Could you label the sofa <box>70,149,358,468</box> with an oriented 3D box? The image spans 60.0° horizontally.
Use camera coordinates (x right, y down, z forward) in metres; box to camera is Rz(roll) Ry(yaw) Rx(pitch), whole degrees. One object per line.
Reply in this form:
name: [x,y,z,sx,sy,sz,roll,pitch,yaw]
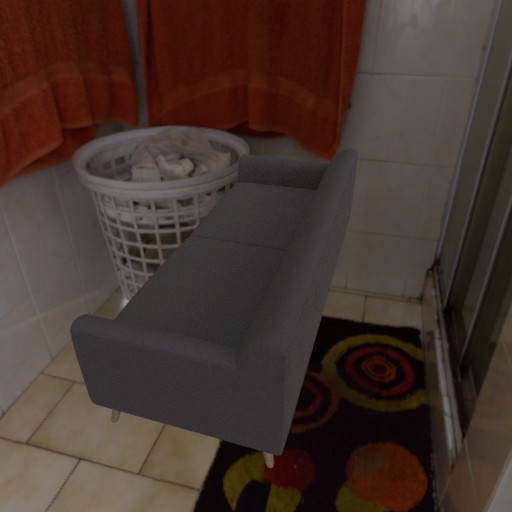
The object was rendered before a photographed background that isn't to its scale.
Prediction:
sofa: [0.000,0.000,2.641,0.900,0.740,2.190,9,33,15]
